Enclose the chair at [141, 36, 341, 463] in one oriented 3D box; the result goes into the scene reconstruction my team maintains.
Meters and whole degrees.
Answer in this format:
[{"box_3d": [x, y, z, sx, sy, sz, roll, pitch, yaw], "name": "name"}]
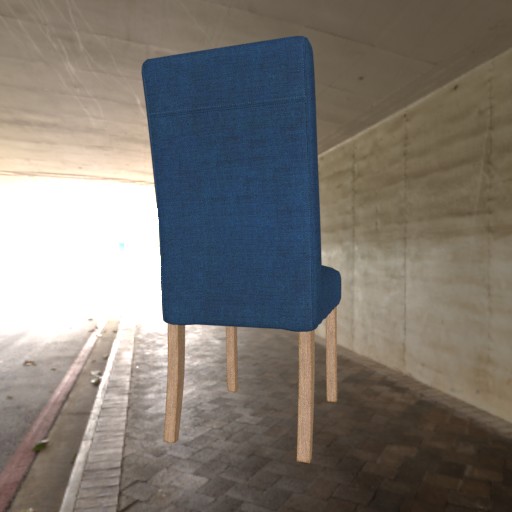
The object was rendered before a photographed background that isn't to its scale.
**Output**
[{"box_3d": [0.000, 0.000, 1.357, 0.450, 1.029, 0.610, 0, 0, 18], "name": "chair"}]
